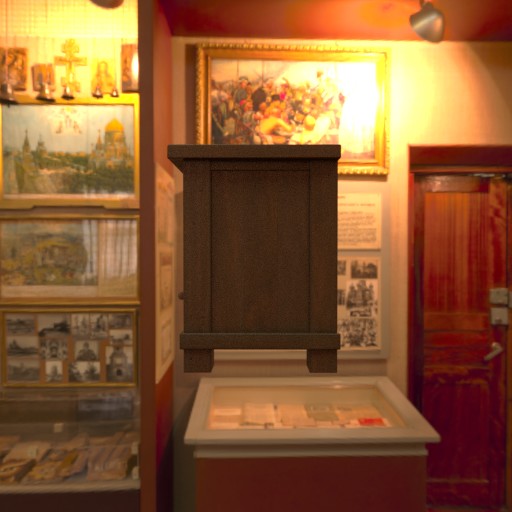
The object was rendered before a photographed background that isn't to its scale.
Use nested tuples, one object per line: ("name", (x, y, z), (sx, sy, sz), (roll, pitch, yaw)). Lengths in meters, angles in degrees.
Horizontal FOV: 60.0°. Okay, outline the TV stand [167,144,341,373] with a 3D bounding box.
("TV stand", (0.000, 0.000, 2.106), (0.471, 0.615, 1.866), (0, 1, 0))
